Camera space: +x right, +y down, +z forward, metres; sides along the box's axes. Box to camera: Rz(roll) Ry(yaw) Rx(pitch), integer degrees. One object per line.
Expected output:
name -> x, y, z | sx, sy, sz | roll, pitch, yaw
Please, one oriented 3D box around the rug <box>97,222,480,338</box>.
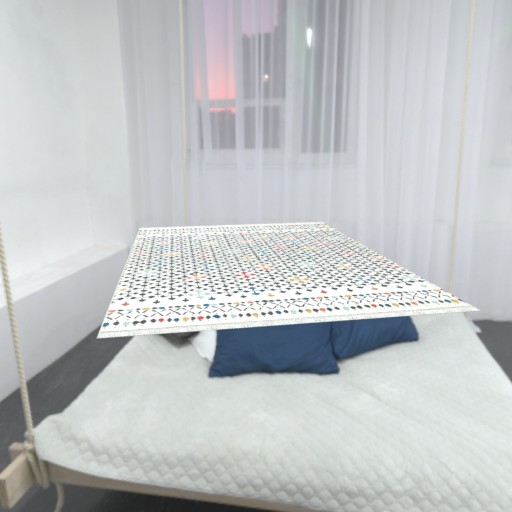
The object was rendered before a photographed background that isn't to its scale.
rug -> 0.000, 0.000, 4.164 | 2.354, 0.007, 3.196 | -3, 15, -10
